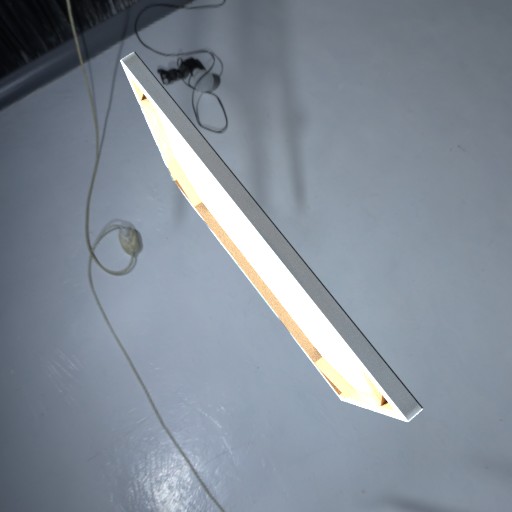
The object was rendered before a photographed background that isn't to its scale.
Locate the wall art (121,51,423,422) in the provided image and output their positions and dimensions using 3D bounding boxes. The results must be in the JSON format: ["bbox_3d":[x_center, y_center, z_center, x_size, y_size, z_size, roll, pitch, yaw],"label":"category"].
[{"bbox_3d":[0.000,0.000,1.150,0.039,0.609,0.914,-36,78,-9],"label":"wall art"}]
